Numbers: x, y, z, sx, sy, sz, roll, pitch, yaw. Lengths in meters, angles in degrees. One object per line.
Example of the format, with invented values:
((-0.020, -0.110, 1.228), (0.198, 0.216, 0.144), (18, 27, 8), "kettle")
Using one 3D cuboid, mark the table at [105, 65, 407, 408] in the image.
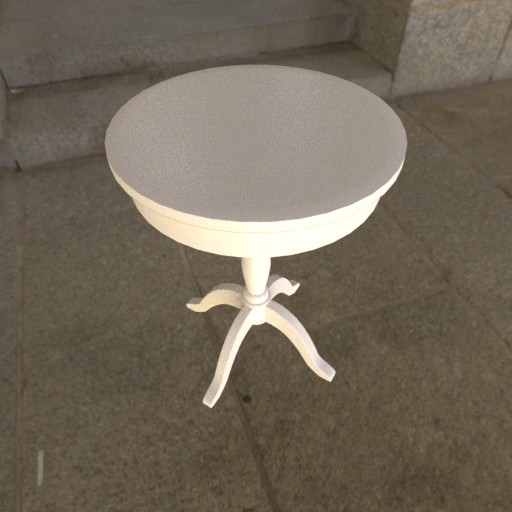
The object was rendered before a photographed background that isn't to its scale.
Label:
((0.000, 0.000, 1.004), (0.513, 0.653, 0.513), (0, 45, 0), "table")
